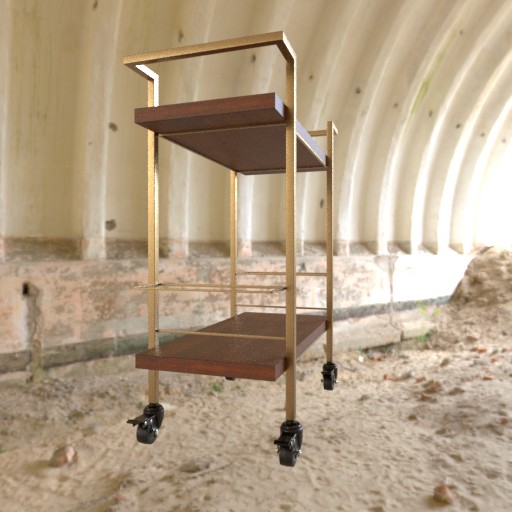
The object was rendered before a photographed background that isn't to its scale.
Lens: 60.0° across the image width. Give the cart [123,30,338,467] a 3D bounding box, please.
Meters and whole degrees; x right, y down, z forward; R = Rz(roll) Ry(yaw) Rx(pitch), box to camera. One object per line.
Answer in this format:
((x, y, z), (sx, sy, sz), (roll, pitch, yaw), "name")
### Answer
((0.000, 0.000, 1.164), (0.364, 0.807, 0.695), (0, 1, 18), "cart")
